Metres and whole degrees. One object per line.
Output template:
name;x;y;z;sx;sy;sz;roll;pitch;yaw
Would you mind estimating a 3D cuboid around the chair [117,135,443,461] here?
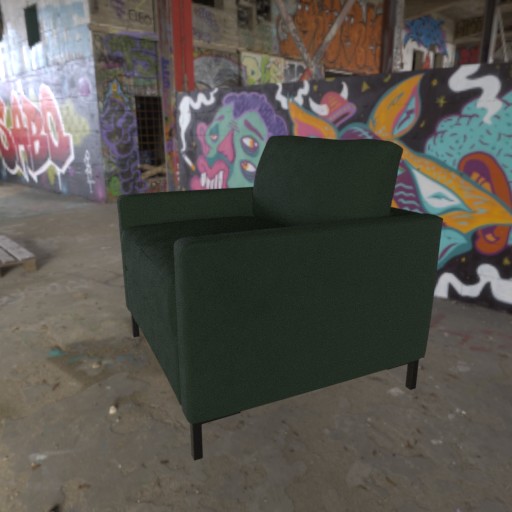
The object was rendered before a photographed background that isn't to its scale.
chair;0.000;0.000;1.654;0.866;0.861;0.963;-8;18;-25
